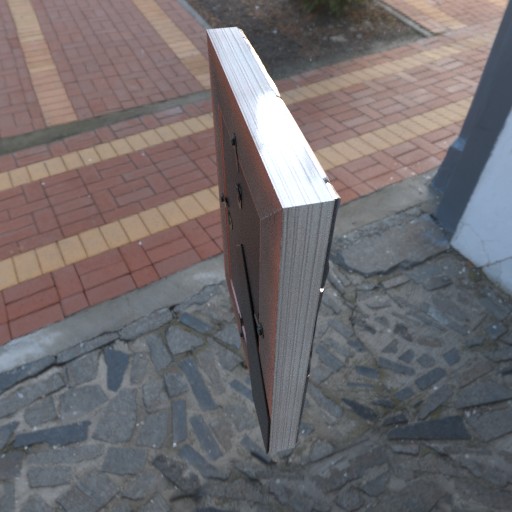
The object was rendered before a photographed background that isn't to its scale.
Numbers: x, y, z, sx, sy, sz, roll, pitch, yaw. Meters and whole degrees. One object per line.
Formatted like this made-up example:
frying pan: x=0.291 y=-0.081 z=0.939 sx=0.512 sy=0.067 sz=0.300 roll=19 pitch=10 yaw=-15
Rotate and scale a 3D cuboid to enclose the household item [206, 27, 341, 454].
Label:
household item: x=0.000 y=0.000 z=0.280 sx=0.025 sy=0.216 sz=0.165 roll=-10 pitch=47 yaw=-9
